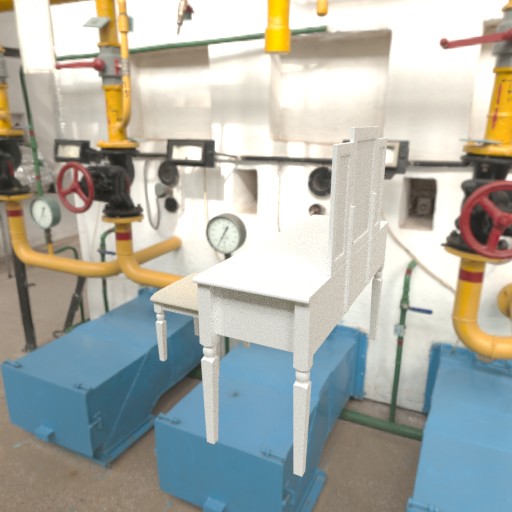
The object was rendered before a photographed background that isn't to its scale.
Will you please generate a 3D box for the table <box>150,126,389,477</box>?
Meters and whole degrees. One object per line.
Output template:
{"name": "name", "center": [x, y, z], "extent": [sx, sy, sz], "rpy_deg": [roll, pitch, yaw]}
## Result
{"name": "table", "center": [0.000, 0.000, 2.334], "extent": [1.115, 1.310, 1.369], "rpy_deg": [8, 19, 26]}
